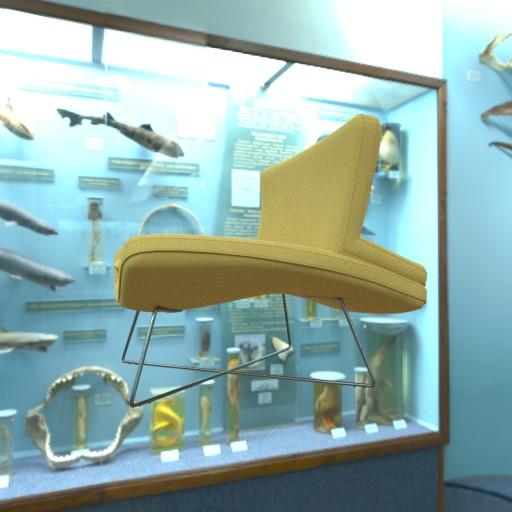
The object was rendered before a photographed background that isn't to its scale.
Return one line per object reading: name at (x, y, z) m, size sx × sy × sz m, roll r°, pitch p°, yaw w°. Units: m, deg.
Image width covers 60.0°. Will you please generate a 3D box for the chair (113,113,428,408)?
chair at (0.000, 0.000, 1.653) m, size 1.008 × 0.855 × 0.859 m, roll 0°, pitch -1°, yaw -19°
